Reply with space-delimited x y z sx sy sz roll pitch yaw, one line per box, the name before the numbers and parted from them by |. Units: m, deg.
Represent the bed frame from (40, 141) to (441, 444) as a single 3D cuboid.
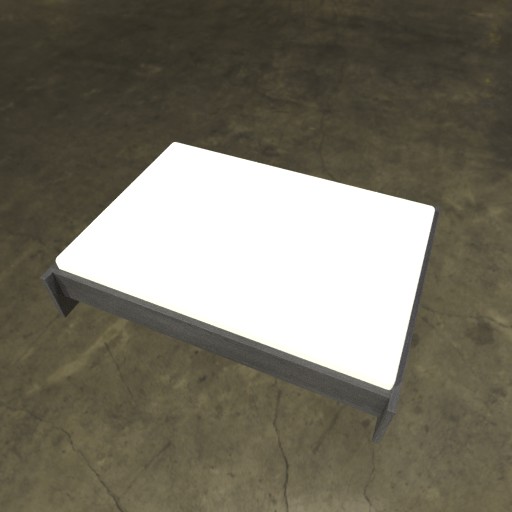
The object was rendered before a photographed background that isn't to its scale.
bed frame | 0.000 0.000 2.751 1.950 0.432 1.490 17 49 16
